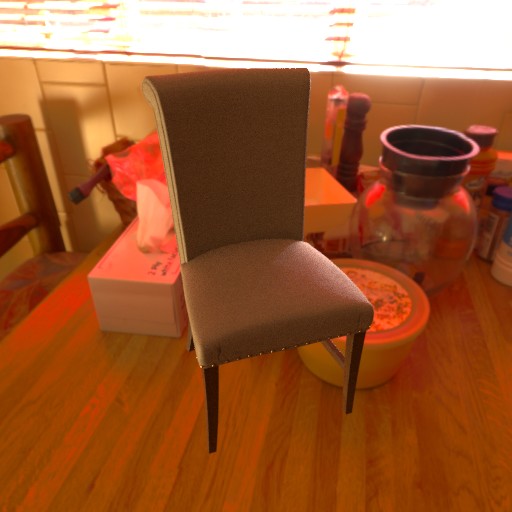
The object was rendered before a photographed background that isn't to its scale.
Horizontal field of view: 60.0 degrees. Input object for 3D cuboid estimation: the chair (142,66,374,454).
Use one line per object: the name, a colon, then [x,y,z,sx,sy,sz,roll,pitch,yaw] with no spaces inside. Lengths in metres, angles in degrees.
chair: [0.000,0.000,1.363,0.513,0.988,0.608,-10,34,-15]
